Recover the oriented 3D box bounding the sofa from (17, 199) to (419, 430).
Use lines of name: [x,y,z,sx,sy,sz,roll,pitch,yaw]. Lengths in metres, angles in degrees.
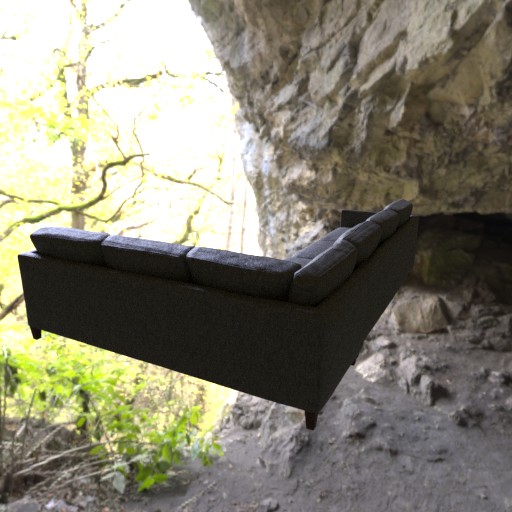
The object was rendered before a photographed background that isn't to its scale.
sofa: [0.000,0.000,4.359,2.593,0.947,3.302,8,18,27]
